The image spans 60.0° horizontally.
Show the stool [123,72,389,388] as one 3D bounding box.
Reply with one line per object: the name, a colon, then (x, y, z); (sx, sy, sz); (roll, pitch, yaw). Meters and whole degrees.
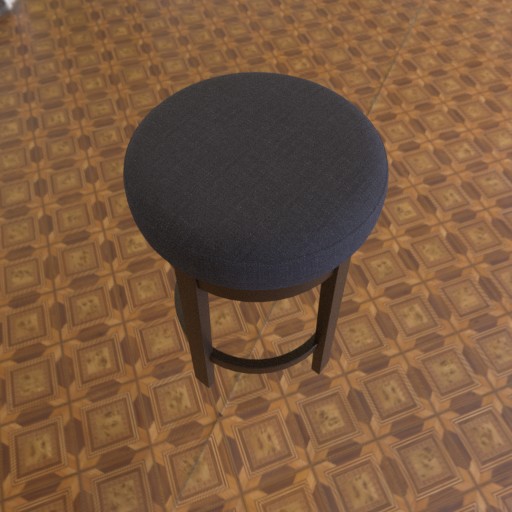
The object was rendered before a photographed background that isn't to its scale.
stool: (0.000, 0.000, 0.960); (0.449, 0.655, 0.449); (0, 57, 0)
